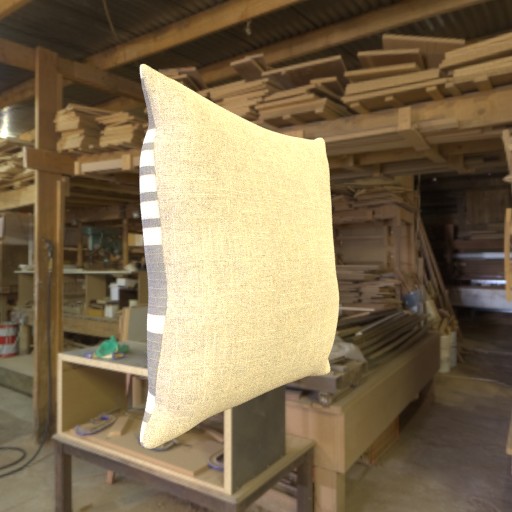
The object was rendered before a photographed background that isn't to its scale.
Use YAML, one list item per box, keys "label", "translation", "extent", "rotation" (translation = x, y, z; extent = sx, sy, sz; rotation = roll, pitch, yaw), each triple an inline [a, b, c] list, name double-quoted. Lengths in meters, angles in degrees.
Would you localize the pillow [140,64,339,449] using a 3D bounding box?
- label: "pillow"
  translation: [0.000, 0.000, 0.665]
  extent: [0.182, 0.440, 0.439]
  rotation: [0, 0, 36]
